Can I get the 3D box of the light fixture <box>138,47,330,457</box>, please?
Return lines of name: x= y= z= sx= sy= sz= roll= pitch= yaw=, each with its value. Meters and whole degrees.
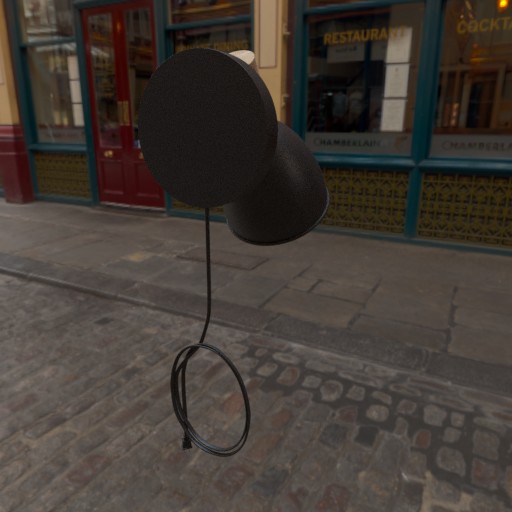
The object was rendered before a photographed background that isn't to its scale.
light fixture: x=0.000 y=0.000 z=0.480 sx=0.127 sy=0.401 sz=0.203 roll=8 pitch=17 yaw=27
